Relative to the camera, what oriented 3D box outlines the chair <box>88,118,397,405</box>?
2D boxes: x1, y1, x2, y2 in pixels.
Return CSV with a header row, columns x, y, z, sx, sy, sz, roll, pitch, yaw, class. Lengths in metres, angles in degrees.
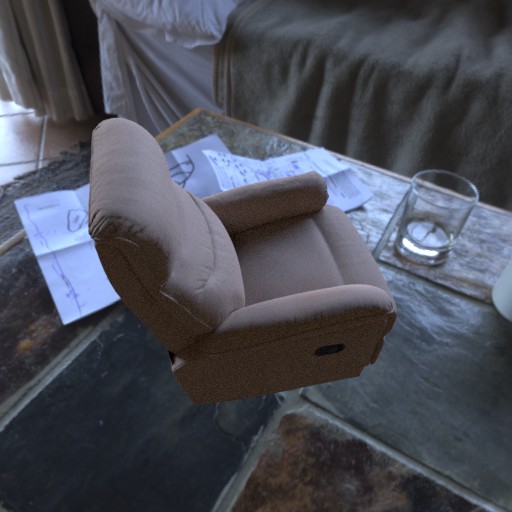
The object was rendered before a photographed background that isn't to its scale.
x,y,z,sx,sy,sz,roll,pitch,yaw,class
0.000,0.000,1.725,1.004,1.037,0.820,-9,47,-9,chair
